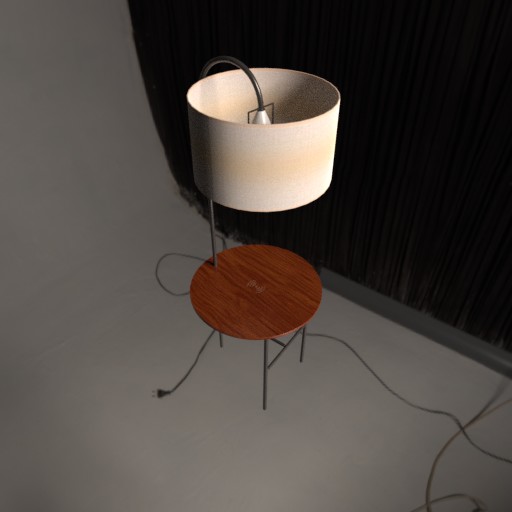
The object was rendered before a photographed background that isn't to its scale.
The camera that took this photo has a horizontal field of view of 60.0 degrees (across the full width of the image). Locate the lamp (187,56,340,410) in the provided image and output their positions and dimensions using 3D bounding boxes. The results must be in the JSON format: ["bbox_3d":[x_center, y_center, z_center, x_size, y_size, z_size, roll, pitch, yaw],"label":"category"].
[{"bbox_3d":[0.000,0.000,1.817,0.573,1.517,0.573,0,40,0],"label":"lamp"}]
